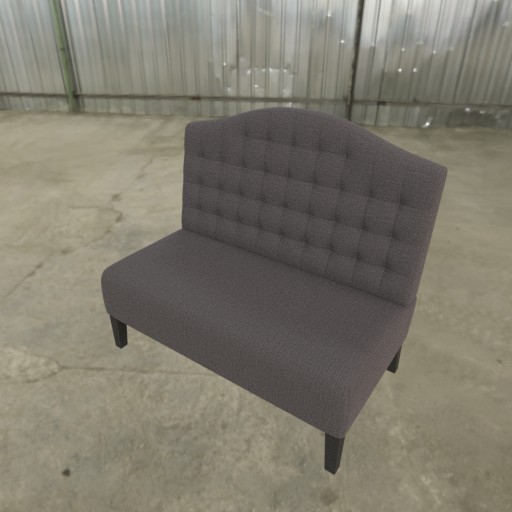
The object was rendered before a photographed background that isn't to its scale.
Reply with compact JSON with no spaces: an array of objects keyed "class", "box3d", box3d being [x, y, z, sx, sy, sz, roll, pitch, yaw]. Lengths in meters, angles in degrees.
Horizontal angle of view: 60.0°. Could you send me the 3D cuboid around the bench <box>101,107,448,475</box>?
[{"class":"bench","box3d":[0.000,0.000,2.029,1.335,1.180,0.815,20,35,30]}]
